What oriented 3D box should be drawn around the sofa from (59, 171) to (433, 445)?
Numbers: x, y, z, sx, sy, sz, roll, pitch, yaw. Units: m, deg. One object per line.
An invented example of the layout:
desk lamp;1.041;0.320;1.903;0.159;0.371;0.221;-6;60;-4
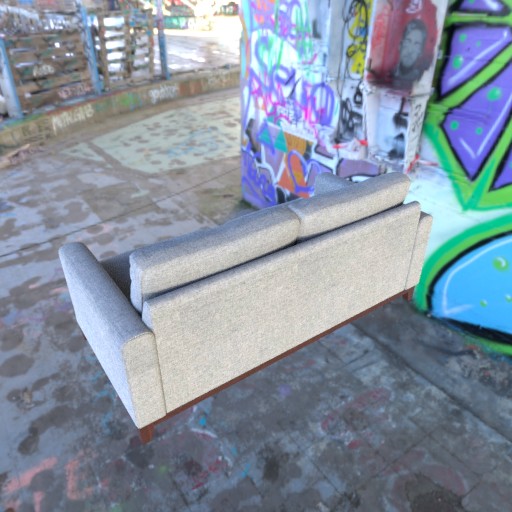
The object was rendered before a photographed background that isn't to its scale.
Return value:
sofa;0.000;0.000;2.615;1.978;0.892;0.969;-20;37;-30
